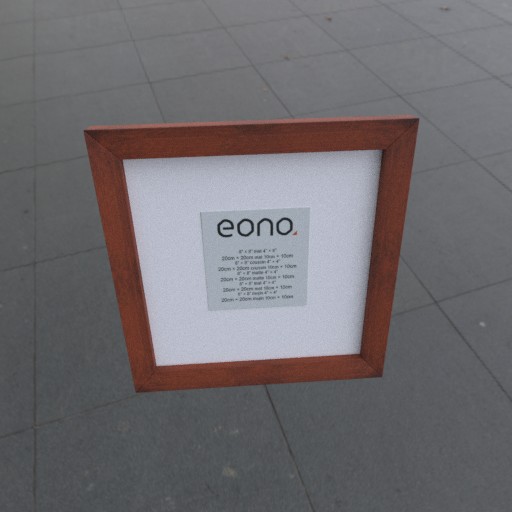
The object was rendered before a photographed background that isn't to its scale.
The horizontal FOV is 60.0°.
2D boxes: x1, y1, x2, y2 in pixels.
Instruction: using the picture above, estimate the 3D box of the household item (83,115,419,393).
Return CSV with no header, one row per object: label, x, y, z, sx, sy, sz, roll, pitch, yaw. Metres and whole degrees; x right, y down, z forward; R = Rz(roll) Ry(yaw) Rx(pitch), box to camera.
household item,0.000,0.000,0.392,0.240,0.240,0.131,-3,47,-3
